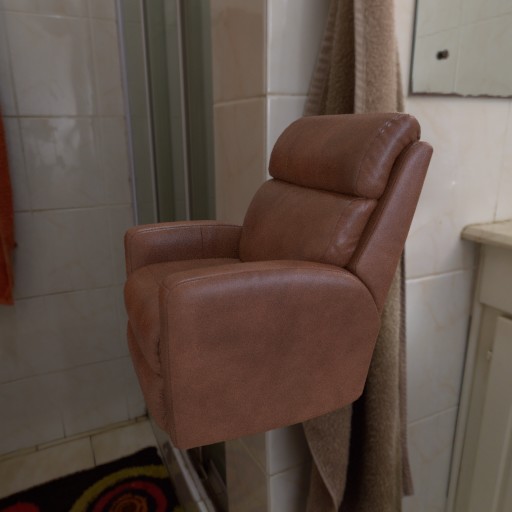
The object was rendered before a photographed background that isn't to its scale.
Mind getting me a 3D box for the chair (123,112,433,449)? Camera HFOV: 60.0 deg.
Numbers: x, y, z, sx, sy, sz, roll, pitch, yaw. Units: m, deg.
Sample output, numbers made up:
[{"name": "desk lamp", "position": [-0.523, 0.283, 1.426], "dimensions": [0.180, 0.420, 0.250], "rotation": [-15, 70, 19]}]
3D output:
[{"name": "chair", "position": [0.000, 0.000, 1.652], "dimensions": [0.939, 1.016, 0.787], "rotation": [-7, 17, -23]}]
